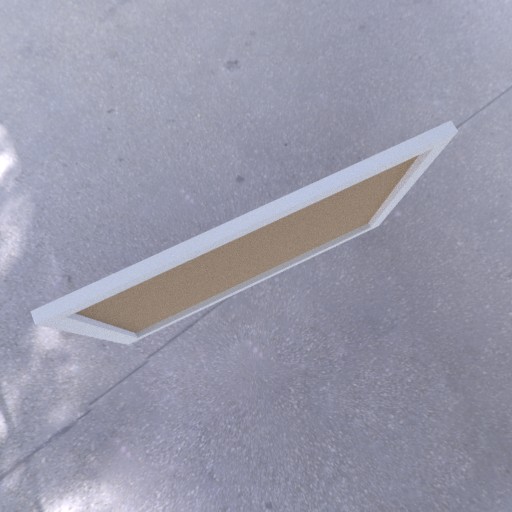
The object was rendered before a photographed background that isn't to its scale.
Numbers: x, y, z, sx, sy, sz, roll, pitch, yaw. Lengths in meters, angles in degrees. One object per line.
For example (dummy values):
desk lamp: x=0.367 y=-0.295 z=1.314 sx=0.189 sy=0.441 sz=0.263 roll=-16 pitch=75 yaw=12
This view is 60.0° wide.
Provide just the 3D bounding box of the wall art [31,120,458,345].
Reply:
wall art: x=0.000 y=0.000 z=1.456 sx=1.144 sy=0.767 sz=0.038 roll=-25 pitch=77 yaw=-6
